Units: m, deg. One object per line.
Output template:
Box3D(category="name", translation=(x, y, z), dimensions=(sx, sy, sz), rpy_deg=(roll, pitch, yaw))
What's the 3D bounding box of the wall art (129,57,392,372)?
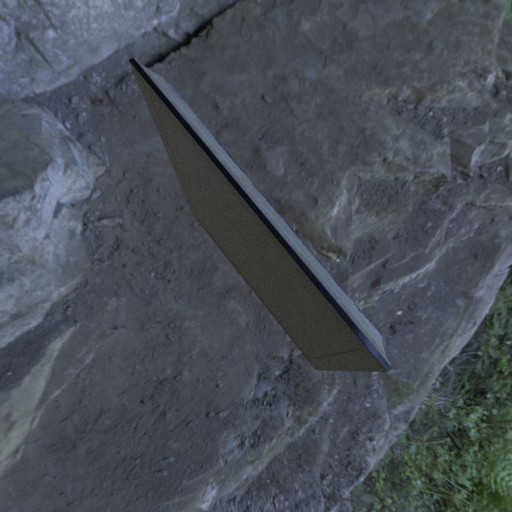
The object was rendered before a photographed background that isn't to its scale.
Box3D(category="wall art", translation=(0.000, 0.000, 0.626), dimensions=(0.023, 0.457, 0.381), rpy_deg=(-37, 79, -9))
